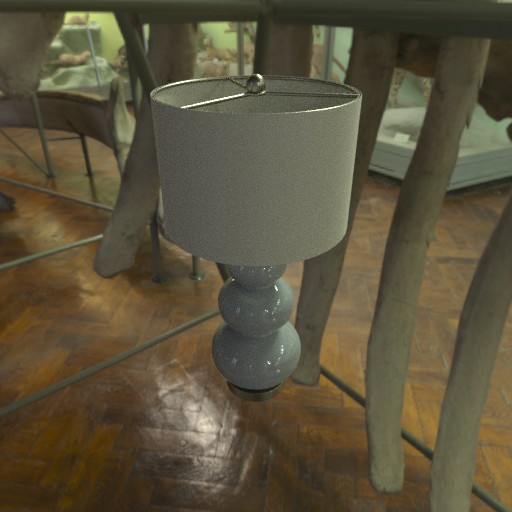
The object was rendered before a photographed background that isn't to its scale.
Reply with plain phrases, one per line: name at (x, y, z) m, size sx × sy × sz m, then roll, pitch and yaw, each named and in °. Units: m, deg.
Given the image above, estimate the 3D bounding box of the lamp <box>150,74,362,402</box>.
lamp at (0.000, 0.000, 0.952) m, size 0.367 × 0.730 × 0.367 m, roll -21°, pitch 36°, yaw -32°
